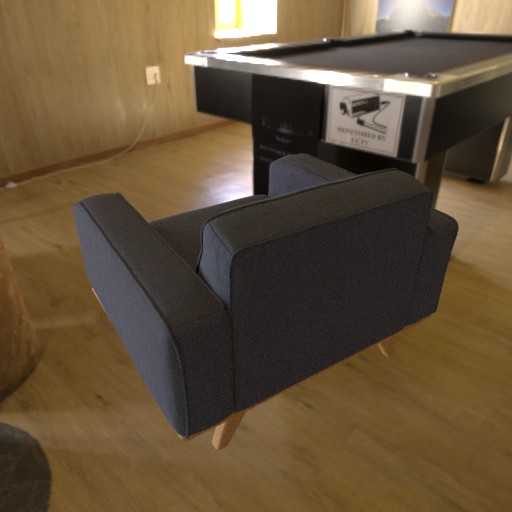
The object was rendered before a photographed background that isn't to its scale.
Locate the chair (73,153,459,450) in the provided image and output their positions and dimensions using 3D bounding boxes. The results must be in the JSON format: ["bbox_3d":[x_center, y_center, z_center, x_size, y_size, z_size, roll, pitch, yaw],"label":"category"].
[{"bbox_3d":[0.000,0.000,1.705,1.118,0.783,0.953,-18,35,-27],"label":"chair"}]
